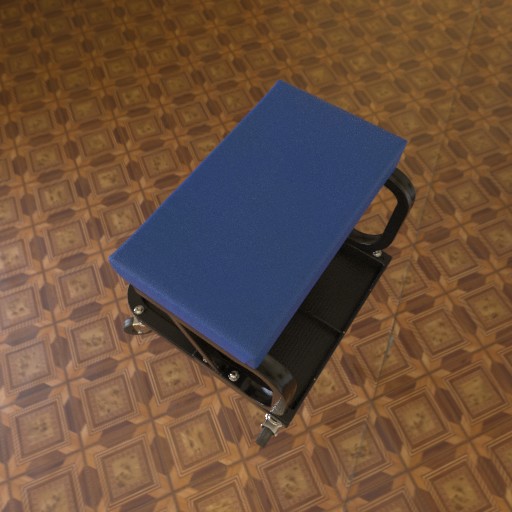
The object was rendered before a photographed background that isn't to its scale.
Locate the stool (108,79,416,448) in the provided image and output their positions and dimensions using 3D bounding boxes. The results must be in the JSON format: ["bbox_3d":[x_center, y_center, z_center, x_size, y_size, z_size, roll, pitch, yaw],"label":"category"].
[{"bbox_3d":[0.000,0.000,0.730,0.371,0.380,0.446,32,67,15],"label":"stool"}]
